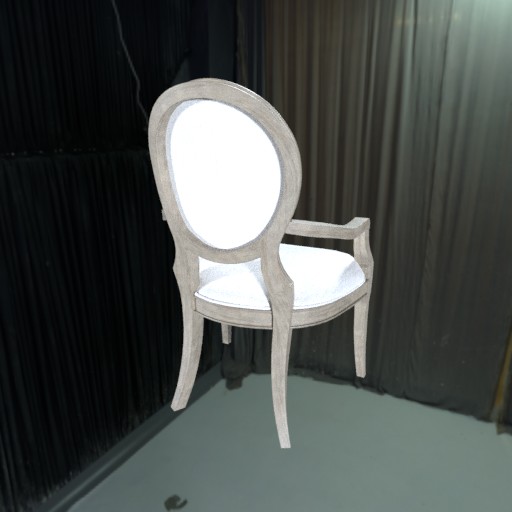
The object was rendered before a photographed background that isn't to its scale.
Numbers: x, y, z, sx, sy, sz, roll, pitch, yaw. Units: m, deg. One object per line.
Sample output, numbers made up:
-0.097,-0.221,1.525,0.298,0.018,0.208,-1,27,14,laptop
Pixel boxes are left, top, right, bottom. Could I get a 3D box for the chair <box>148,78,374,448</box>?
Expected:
0.000,0.000,1.390,0.611,0.991,0.602,8,18,26,chair
